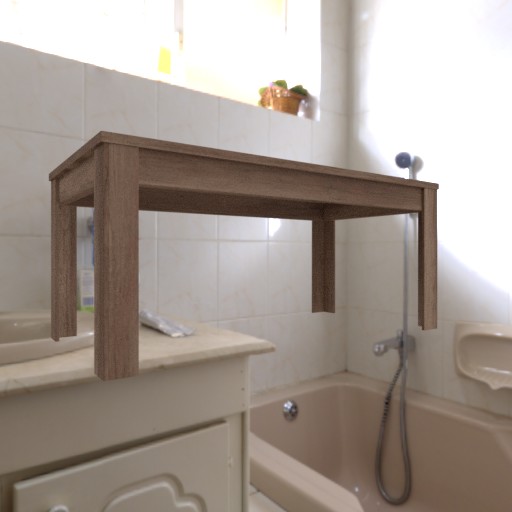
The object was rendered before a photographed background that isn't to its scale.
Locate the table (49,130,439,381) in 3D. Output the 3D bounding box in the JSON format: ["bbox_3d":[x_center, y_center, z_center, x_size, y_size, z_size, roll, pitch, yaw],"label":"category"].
[{"bbox_3d":[0.000,0.000,2.272,1.800,0.790,0.900,0,0,-35],"label":"table"}]
